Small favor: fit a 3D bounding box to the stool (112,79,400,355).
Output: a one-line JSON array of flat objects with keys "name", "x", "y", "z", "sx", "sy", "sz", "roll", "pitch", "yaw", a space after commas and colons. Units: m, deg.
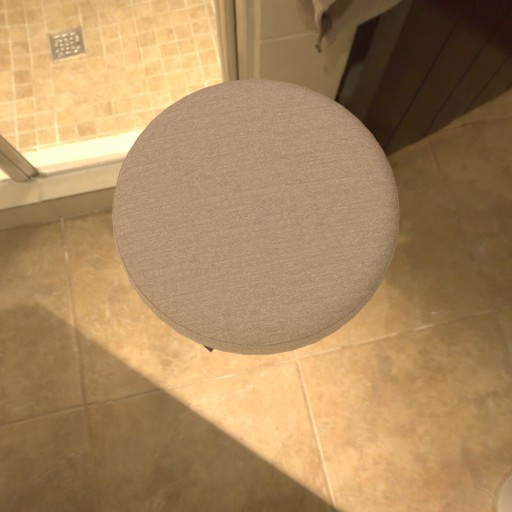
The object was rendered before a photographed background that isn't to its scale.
[{"name": "stool", "x": 0.000, "y": 0.000, "z": 0.952, "sx": 0.443, "sy": 0.672, "sz": 0.443, "roll": 0, "pitch": 74, "yaw": 0}]
